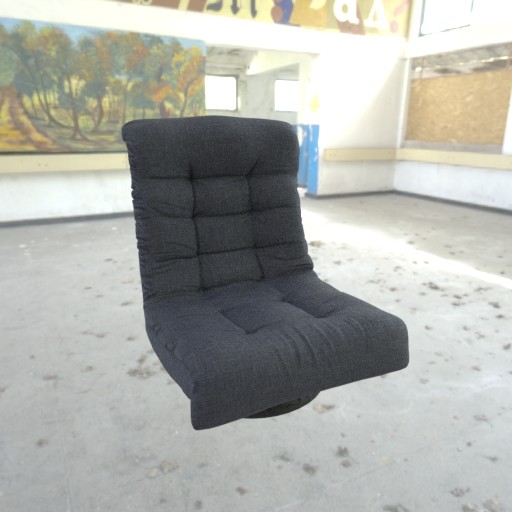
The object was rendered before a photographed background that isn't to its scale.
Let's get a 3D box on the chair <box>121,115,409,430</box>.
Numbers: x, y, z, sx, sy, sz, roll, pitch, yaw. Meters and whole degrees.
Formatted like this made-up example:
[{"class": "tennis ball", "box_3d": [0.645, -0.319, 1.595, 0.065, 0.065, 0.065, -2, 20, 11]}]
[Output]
[{"class": "chair", "box_3d": [0.000, 0.000, 1.221, 0.597, 0.749, 0.668, -8, 18, -26]}]
